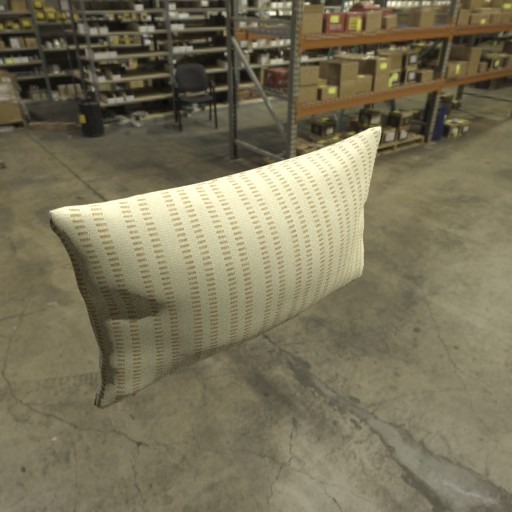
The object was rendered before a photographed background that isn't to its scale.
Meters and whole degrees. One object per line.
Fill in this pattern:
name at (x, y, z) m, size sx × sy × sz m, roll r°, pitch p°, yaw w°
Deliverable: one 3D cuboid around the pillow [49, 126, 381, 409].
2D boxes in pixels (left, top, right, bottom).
pillow at (0.000, 0.000, 0.786) m, size 0.640 × 0.353 × 0.210 m, roll -22°, pitch 37°, yaw -32°
